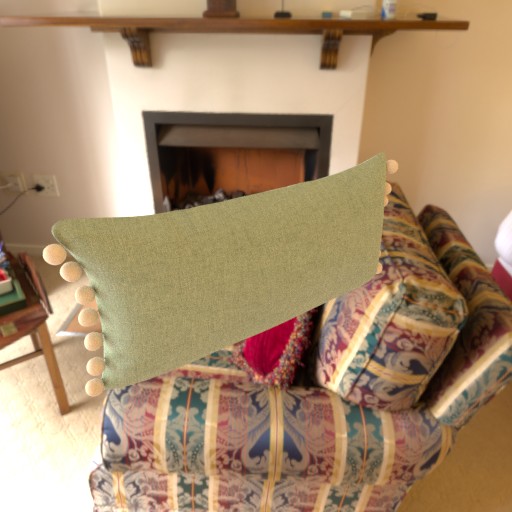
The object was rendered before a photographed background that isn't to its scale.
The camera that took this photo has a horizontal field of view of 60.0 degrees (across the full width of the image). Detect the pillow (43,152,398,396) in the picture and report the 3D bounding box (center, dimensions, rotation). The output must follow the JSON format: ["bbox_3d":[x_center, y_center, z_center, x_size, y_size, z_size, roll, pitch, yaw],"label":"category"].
[{"bbox_3d":[0.000,0.000,0.837,0.709,0.322,0.201,-19,35,-29],"label":"pillow"}]
